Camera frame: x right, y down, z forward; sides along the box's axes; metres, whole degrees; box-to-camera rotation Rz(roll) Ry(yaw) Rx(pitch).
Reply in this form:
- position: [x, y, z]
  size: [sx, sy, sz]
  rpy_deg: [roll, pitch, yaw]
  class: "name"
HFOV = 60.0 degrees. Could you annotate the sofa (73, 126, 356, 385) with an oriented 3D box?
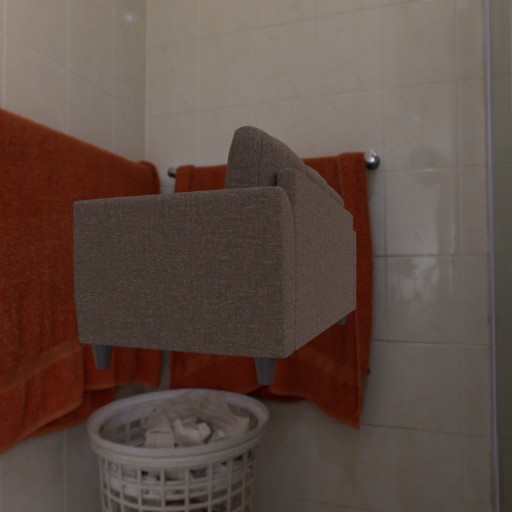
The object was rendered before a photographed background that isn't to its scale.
- position: [0.000, 0.000, 2.369]
  size: [0.837, 0.891, 1.847]
  rpy_deg: [-1, -1, 20]
  class: "sofa"
